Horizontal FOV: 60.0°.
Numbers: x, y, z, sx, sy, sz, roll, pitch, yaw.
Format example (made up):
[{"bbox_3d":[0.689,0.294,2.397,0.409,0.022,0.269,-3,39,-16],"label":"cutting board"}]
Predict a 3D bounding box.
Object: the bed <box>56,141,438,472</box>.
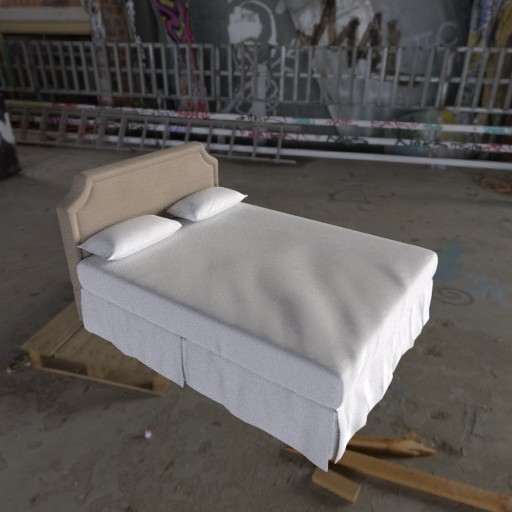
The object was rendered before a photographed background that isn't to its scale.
[{"bbox_3d":[0.000,0.000,3.594,2.498,1.293,1.977,18,32,31],"label":"bed"}]
